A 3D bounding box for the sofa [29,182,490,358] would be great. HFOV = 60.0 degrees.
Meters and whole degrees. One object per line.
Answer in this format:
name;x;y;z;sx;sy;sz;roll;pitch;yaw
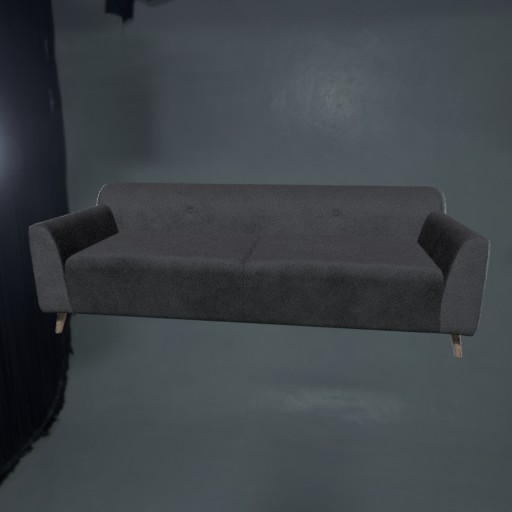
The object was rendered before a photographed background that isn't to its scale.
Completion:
sofa;0.000;0.000;2.538;2.190;0.740;0.900;2;15;8
